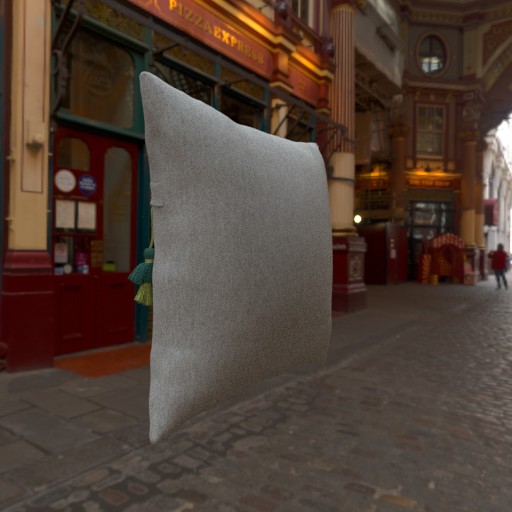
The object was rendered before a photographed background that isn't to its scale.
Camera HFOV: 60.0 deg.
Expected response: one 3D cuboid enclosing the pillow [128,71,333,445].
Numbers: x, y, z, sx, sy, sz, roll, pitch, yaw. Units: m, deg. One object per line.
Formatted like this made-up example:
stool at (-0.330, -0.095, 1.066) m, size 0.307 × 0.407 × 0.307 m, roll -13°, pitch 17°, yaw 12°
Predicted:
pillow at (0.000, 0.000, 0.690) m, size 0.173 × 0.436 × 0.433 m, roll 0°, pitch 1°, yaw 36°
